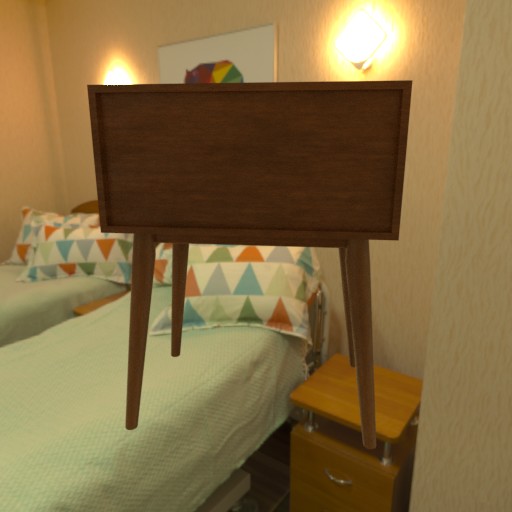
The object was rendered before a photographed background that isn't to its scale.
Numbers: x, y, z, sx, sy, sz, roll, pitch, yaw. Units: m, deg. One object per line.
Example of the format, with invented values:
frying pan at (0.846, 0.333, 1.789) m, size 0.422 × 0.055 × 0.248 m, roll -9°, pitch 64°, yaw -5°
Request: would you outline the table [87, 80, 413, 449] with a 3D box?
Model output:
table at (0.000, 0.000, 0.836) m, size 0.454 × 0.580 × 0.307 m, roll 2°, pitch 15°, yaw 7°
